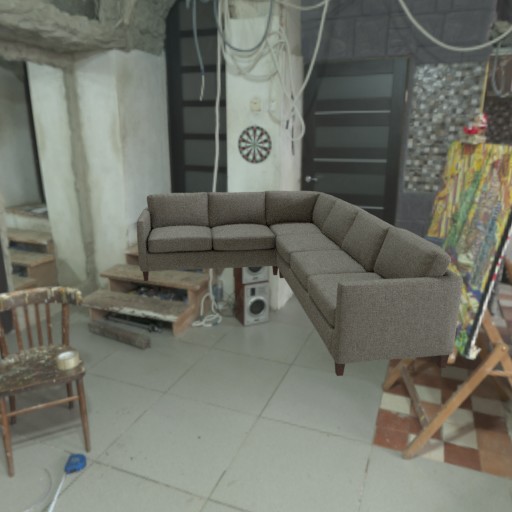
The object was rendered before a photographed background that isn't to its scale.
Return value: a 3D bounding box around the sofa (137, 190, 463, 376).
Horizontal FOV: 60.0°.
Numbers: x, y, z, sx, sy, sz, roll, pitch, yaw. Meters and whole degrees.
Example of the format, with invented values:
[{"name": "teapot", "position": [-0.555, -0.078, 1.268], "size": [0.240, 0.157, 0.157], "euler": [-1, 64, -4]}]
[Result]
[{"name": "sofa", "position": [0.000, 0.000, 4.565], "size": [2.593, 0.947, 3.302], "euler": [-2, 16, -8]}]
